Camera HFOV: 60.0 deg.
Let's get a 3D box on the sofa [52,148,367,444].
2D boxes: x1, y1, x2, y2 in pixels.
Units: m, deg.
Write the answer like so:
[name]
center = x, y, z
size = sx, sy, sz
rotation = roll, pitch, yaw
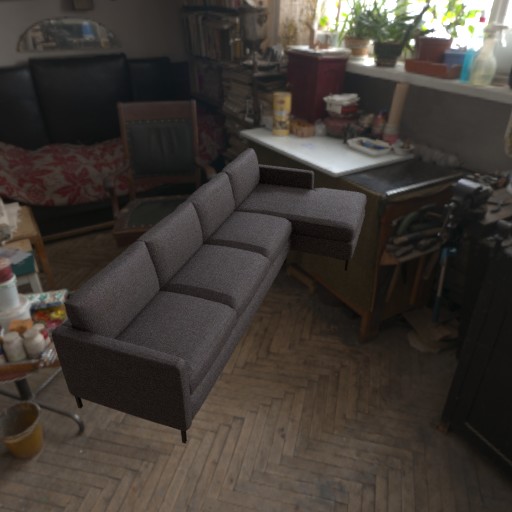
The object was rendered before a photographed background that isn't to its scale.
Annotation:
[sofa]
center = 0.000, 0.000, 3.799
size = 1.483, 0.892, 3.221
rotation = 11, 33, 17
